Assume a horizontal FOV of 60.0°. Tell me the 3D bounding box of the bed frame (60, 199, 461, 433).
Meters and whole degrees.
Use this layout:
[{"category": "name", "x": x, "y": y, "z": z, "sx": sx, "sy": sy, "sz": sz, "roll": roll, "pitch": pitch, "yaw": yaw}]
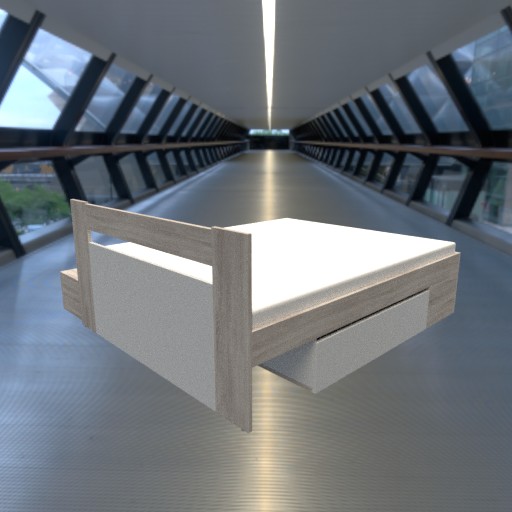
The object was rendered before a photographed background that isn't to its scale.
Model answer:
[{"category": "bed frame", "x": 0.000, "y": 0.000, "z": 3.162, "sx": 2.050, "sy": 0.860, "sz": 2.040, "roll": -13, "pitch": 18, "yaw": -42}]
